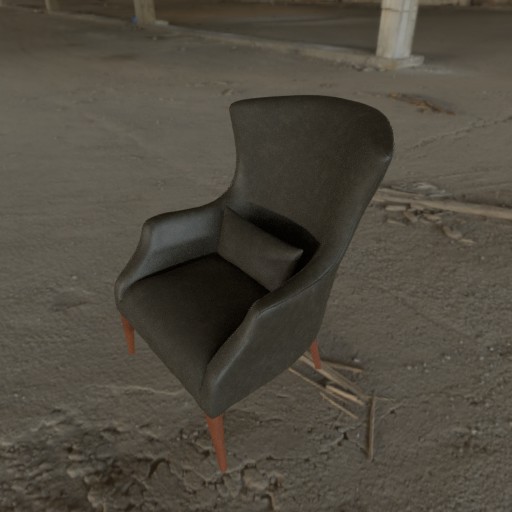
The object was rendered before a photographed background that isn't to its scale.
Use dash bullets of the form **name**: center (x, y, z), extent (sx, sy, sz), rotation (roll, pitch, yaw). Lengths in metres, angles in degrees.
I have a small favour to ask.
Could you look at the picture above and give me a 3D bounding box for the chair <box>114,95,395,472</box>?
- **chair**: center (0.000, 0.000, 1.757), extent (0.954, 1.068, 0.819), rotation (-23, 39, -32)
